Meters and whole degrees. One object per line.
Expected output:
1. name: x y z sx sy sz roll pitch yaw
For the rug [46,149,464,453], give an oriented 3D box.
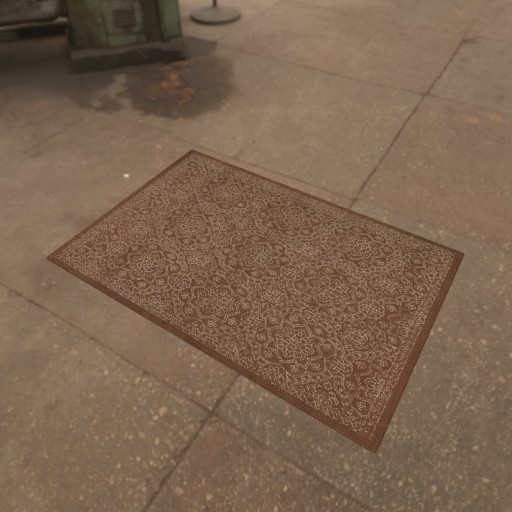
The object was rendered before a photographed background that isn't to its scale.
1. rug: 0.000 0.000 2.320 1.829 0.010 1.219 25 51 22
